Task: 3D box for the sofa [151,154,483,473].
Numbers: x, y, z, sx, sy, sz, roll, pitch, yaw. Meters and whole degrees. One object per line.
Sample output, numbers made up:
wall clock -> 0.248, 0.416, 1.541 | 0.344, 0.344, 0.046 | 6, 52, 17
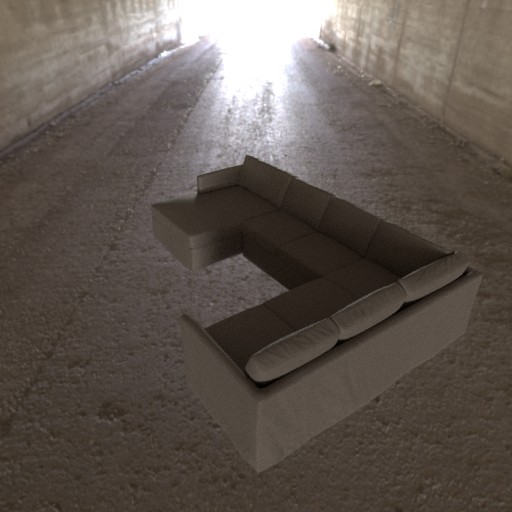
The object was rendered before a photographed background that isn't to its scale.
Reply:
sofa -> 0.000, 0.000, 4.571 | 2.476, 0.878, 3.528 | -21, 37, -30
